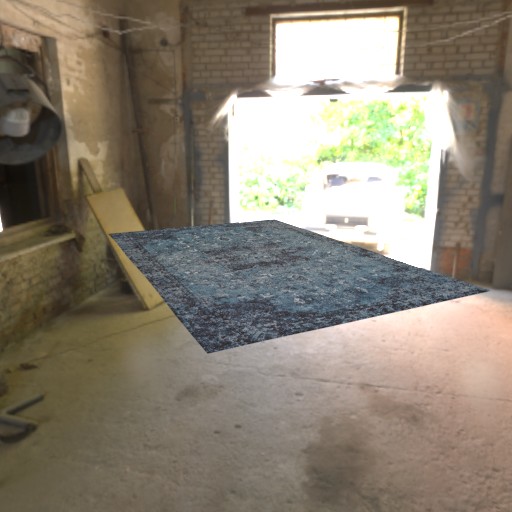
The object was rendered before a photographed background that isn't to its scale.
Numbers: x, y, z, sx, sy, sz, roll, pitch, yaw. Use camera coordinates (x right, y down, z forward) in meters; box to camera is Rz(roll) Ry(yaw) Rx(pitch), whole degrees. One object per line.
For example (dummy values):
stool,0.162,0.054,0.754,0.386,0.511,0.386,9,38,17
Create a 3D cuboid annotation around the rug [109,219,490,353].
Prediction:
rug,0.000,0.000,2.326,1.219,0.005,1.828,-7,17,-25
